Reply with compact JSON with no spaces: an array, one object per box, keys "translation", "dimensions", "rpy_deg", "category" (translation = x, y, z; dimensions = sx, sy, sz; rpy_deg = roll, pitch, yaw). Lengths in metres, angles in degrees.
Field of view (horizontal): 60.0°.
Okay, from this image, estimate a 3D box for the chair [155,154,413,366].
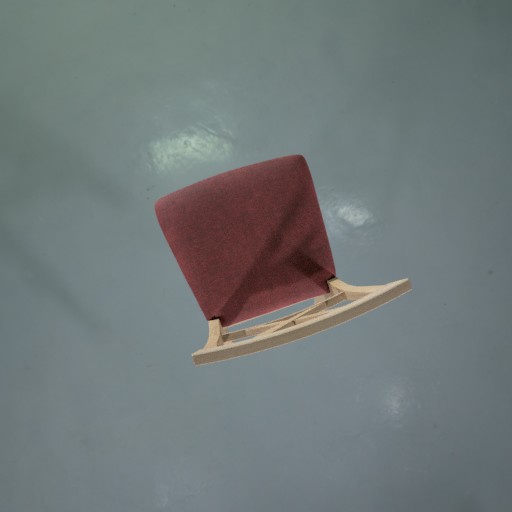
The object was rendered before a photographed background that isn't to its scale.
[{"translation":[0.000,0.000,1.193],"dimensions":[0.439,0.912,0.492],"rpy_deg":[-19,78,-4],"category":"chair"}]
